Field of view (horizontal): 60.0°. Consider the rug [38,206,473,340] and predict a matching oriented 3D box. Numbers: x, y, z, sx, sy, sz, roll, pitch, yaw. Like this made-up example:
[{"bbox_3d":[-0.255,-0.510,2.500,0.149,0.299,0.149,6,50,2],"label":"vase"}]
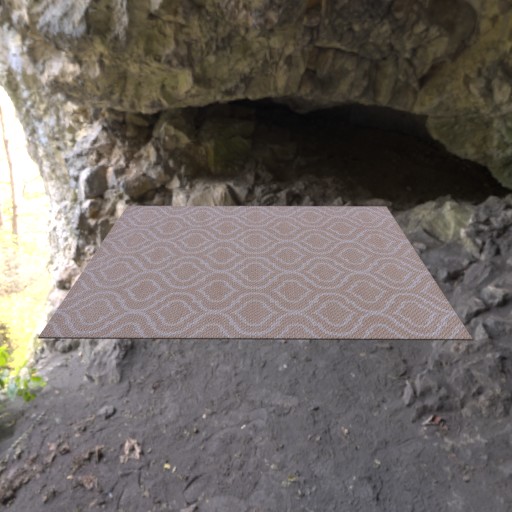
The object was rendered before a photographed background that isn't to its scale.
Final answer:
[{"bbox_3d":[0.000,0.000,3.944,2.894,0.013,2.286,0,29,0],"label":"rug"}]
